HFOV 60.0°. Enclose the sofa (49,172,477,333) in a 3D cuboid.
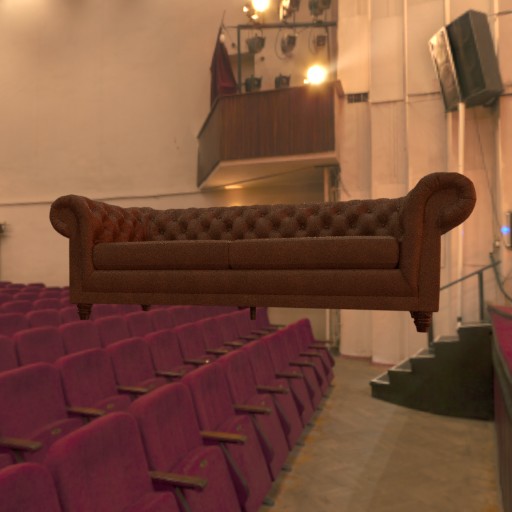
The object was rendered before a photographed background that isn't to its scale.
[{"bbox_3d":[0.000,0.000,2.779,2.385,0.783,0.944,-1,-2,17],"label":"sofa"}]
